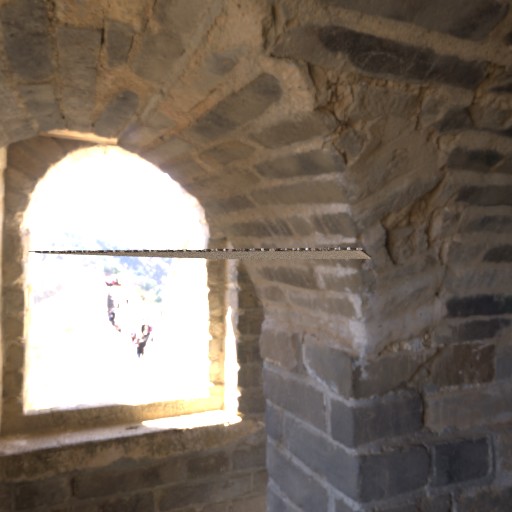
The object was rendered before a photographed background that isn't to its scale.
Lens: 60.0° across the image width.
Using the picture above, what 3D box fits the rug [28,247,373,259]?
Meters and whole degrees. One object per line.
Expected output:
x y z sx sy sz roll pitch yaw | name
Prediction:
0.000 0.000 2.483 1.237 0.010 2.029 0 -1 16 | rug
